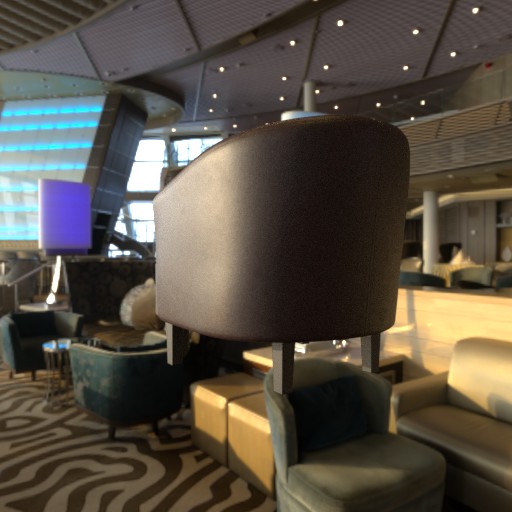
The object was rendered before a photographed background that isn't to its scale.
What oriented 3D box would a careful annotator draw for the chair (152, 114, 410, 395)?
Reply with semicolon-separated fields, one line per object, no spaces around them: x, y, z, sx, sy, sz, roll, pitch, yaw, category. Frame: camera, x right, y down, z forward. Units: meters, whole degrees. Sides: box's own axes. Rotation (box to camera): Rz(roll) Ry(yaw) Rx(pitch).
0.000;0.000;1.666;0.737;0.755;1.176;-1;1;-35;chair
